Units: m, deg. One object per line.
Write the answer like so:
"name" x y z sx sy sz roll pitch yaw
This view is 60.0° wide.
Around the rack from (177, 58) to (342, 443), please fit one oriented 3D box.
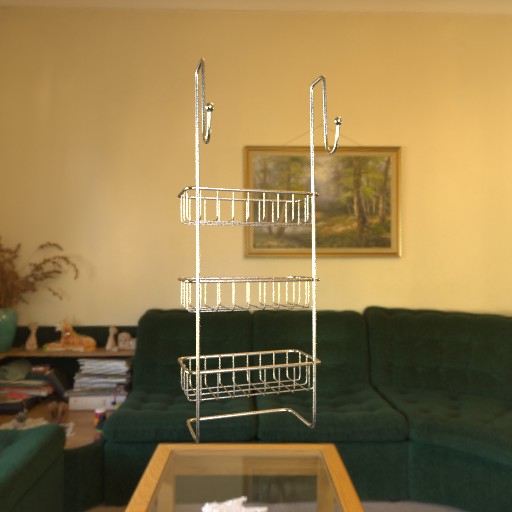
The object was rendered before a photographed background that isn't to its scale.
"rack" 0.000 0.000 0.712 0.228 0.574 0.202 0 -1 -18
